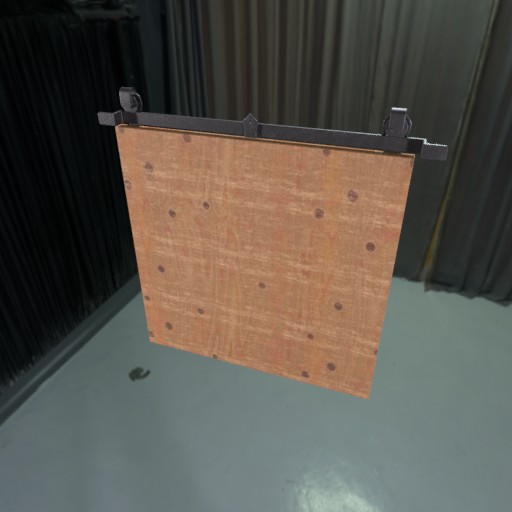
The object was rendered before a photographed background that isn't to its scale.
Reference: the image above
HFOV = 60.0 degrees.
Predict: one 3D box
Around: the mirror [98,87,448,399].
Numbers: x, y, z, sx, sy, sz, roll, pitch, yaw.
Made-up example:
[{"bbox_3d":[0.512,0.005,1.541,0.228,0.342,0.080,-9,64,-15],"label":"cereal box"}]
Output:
[{"bbox_3d":[0.000,0.000,1.166,0.805,0.800,0.054,11,33,17],"label":"mirror"}]
